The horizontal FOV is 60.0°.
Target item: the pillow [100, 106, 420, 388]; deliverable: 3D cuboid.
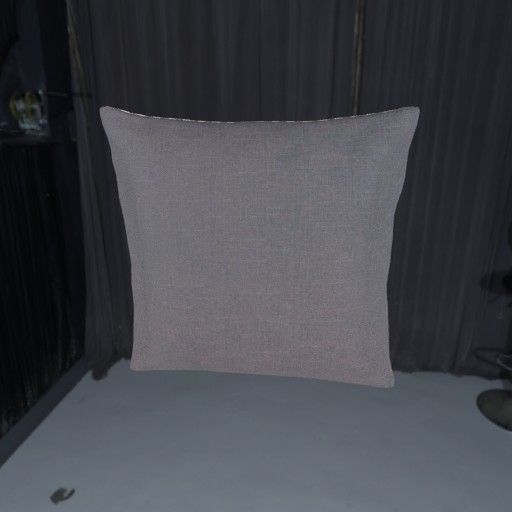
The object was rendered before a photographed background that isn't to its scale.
[{"bbox_3d":[0.000,0.000,0.790,0.523,0.506,0.166,2,18,7],"label":"pillow"}]
